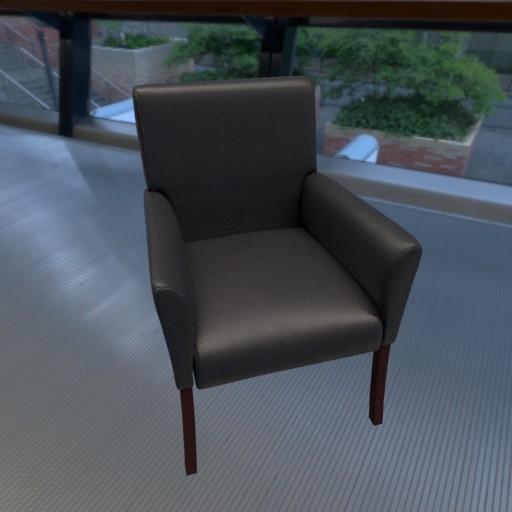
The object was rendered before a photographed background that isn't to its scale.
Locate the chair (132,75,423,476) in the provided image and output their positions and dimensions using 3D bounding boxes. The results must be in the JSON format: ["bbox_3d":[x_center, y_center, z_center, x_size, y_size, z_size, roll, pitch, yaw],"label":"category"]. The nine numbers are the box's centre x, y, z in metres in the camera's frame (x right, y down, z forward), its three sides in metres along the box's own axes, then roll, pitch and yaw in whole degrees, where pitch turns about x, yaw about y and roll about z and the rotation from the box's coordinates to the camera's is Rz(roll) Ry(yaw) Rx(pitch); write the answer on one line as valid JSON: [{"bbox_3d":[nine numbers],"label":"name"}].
[{"bbox_3d":[0.000,0.000,1.442,0.683,0.951,0.772,-9,33,-14],"label":"chair"}]
